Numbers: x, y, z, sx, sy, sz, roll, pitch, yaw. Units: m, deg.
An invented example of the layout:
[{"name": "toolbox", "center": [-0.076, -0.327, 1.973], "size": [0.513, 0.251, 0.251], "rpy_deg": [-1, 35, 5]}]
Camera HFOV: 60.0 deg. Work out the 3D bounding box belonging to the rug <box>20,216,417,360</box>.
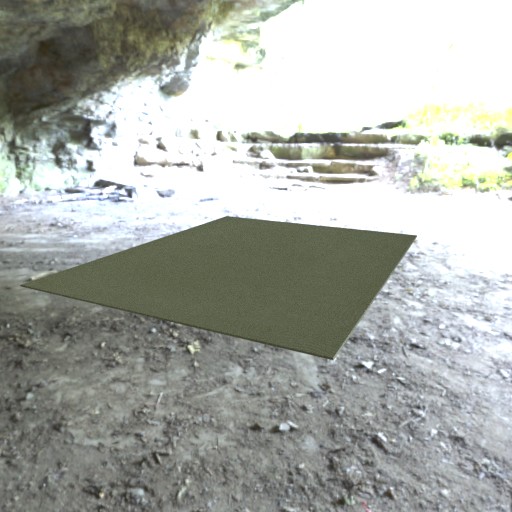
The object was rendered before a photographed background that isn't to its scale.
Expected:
[{"name": "rug", "center": [0.000, 0.000, 3.484], "size": [2.073, 0.011, 2.584], "rpy_deg": [8, 18, 26]}]
